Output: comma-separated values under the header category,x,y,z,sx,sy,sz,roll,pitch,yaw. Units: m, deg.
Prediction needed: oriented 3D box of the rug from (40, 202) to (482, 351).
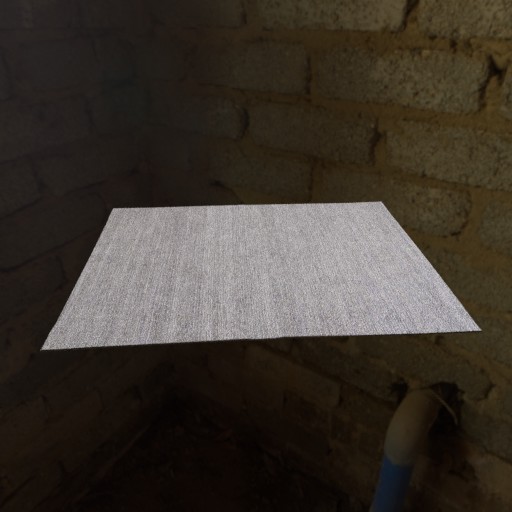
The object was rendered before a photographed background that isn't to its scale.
category,x,y,z,sx,sy,sz,roll,pitch,yaw
rug,0.000,0.000,4.220,3.202,0.045,2.434,-2,30,-3
